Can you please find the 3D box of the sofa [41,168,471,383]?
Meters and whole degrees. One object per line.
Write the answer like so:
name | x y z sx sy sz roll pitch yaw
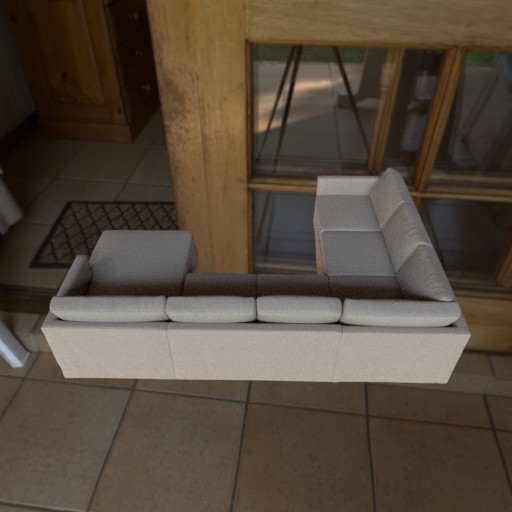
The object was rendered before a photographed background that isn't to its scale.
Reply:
sofa | 0.000 0.000 4.588 3.460 0.882 2.427 1 41 1
